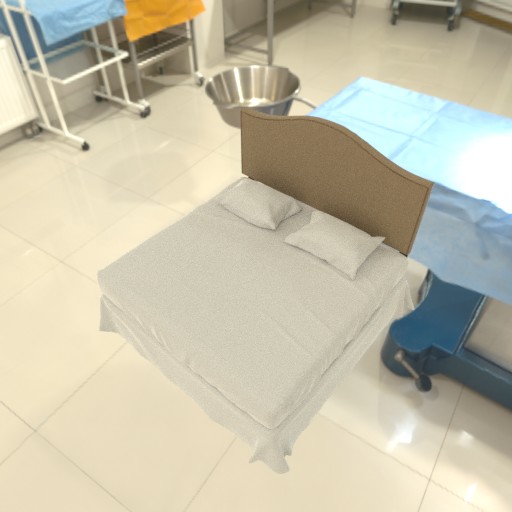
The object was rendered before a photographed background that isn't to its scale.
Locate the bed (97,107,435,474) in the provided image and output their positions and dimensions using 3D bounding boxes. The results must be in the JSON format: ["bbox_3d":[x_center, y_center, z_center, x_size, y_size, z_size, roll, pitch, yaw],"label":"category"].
[{"bbox_3d":[0.000,0.000,3.768,2.311,1.651,2.222,31,52,27],"label":"bed"}]
